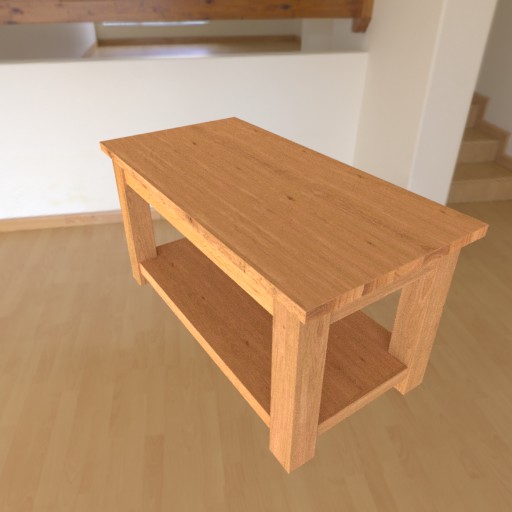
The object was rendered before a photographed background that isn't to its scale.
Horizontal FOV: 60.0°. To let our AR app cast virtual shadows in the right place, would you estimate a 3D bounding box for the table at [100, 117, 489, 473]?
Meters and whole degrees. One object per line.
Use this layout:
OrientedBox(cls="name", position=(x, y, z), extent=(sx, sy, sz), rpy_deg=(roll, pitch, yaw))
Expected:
OrientedBox(cls="table", position=(0.000, 0.000, 1.162), extent=(0.450, 0.452, 0.899), rpy_deg=(-20, 38, -29))
